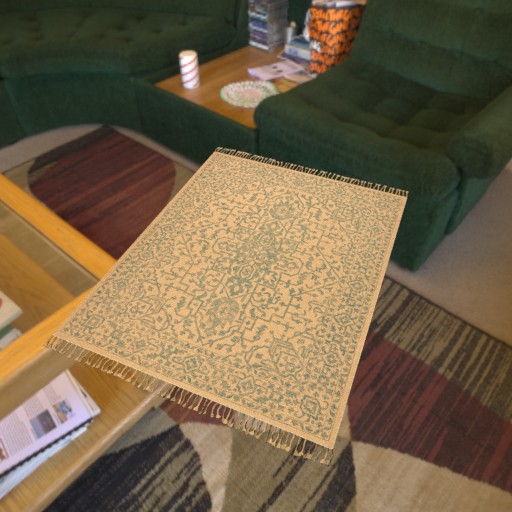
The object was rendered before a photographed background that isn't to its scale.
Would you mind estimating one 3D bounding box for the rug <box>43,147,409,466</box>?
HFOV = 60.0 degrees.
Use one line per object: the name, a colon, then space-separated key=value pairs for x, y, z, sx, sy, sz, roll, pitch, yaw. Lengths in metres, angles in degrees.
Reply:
rug: x=0.000 y=0.000 z=4.383 sx=2.464 sy=0.010 sz=3.327 roll=17 pitch=48 yaw=16
